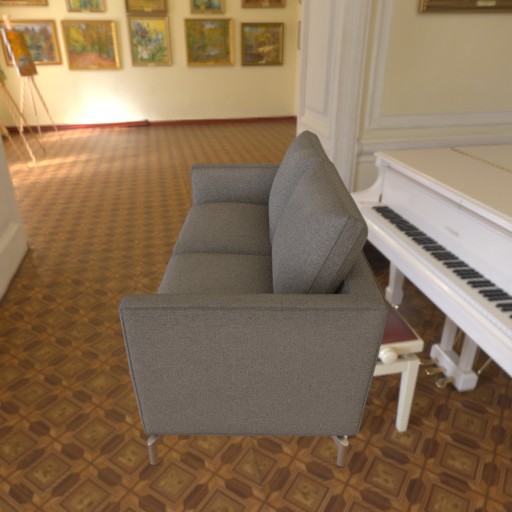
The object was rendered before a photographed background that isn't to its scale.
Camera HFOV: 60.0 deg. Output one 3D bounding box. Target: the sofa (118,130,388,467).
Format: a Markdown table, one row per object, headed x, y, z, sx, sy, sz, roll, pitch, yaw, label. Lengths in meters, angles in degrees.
| x | y | z | sx | sy | sz | roll | pitch | yaw | label |
| --- | --- | --- | --- | --- | --- | --- | --- | --- | --- |
| 0.000 | 0.000 | 2.078 | 0.803 | 0.924 | 1.594 | 0 | 26 | 1 | sofa |
